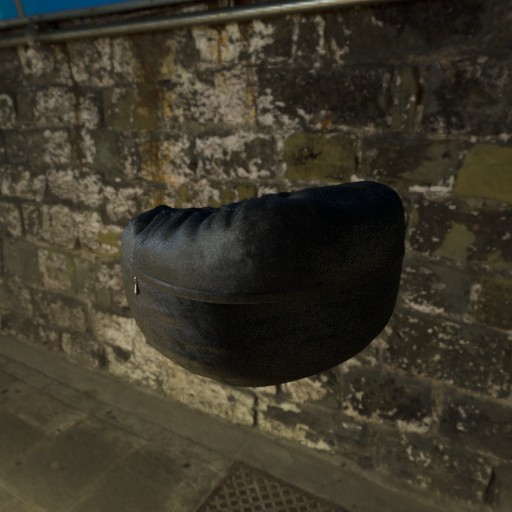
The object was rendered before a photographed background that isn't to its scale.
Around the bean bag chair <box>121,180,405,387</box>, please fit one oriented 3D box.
[{"bbox_3d":[0.000,0.000,2.461,1.524,0.878,1.524,16,23,42],"label":"bean bag chair"}]
